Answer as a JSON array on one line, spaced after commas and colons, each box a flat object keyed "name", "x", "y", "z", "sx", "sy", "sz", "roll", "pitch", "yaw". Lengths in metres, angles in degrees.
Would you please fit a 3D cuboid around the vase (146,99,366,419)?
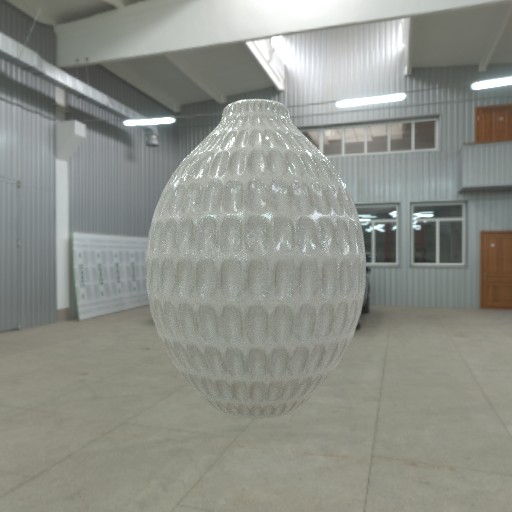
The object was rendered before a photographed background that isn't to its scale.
[{"name": "vase", "x": 0.000, "y": 0.000, "z": 0.336, "sx": 0.162, "sy": 0.223, "sz": 0.162, "roll": 0, "pitch": 0, "yaw": 0}]
